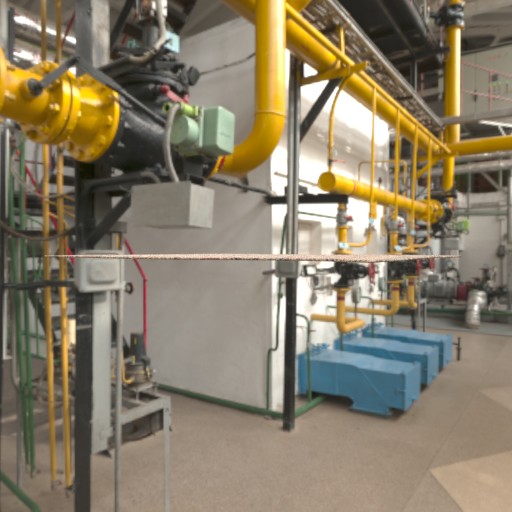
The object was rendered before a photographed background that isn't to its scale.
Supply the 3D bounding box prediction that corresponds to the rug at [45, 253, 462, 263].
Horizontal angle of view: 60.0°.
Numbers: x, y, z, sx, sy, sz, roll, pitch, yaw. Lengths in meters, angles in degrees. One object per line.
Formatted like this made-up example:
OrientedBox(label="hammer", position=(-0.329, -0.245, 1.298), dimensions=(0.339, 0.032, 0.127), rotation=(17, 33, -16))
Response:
OrientedBox(label="rug", position=(0.000, 0.000, 4.242), dimensions=(3.226, 0.024, 2.436), rotation=(1, 1, 35))
